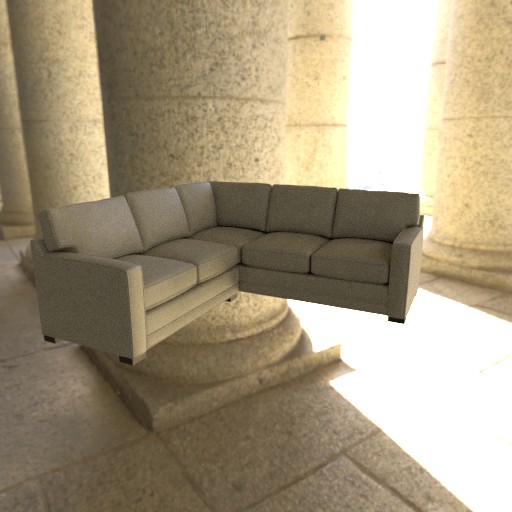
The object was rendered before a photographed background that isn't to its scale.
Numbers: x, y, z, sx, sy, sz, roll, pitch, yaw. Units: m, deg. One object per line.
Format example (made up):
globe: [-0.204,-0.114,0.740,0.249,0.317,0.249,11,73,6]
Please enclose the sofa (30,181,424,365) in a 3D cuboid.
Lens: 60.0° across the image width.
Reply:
sofa: [0.000,0.000,3.389,2.211,0.936,2.188,7,16,25]
